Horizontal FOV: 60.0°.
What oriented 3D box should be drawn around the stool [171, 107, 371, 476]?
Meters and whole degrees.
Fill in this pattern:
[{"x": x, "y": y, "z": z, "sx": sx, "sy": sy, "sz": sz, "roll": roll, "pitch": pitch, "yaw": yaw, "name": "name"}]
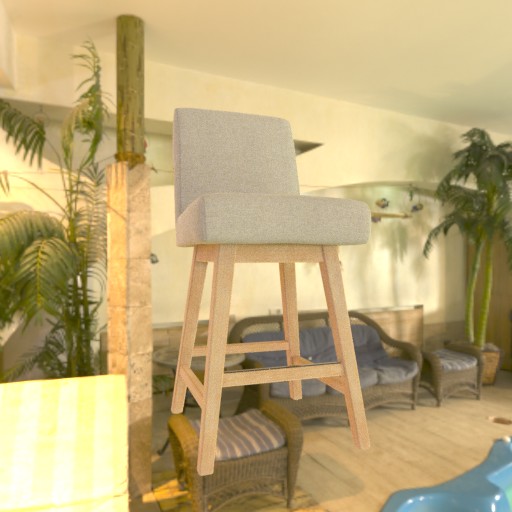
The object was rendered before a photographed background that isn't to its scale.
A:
[{"x": 0.000, "y": 0.000, "z": 1.428, "sx": 0.507, "sy": 1.085, "sz": 0.606, "roll": 0, "pitch": 0, "yaw": -19, "name": "stool"}]
